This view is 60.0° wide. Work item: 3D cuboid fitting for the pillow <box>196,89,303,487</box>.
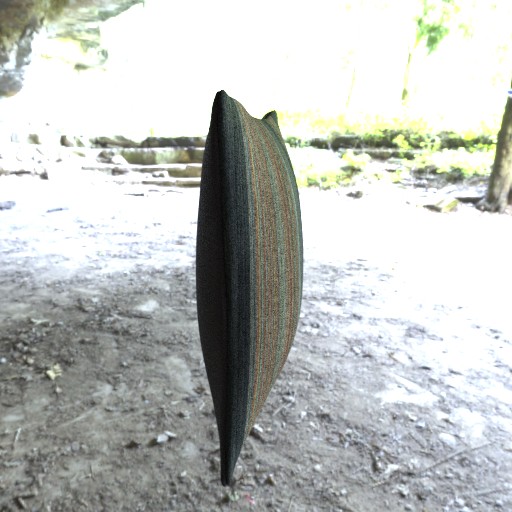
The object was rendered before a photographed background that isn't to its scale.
[{"bbox_3d":[0.000,0.000,0.638,0.136,0.419,0.437,2,16,8],"label":"pillow"}]
